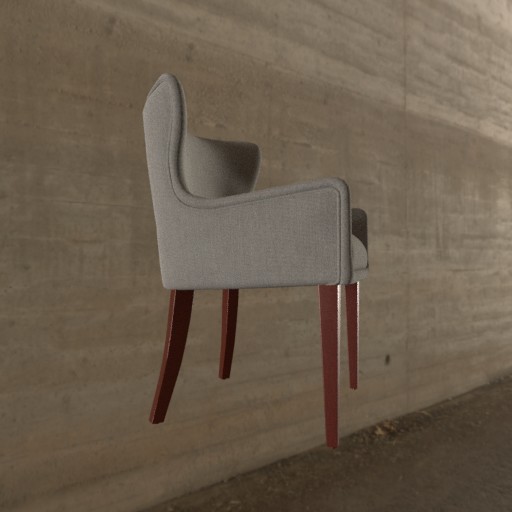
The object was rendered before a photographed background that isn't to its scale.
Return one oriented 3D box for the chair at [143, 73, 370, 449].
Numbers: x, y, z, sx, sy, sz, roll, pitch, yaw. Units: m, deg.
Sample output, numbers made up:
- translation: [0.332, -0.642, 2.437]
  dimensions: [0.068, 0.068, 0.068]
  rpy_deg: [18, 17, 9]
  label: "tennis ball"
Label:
- translation: [0.000, 0.000, 1.435]
  dimensions: [0.677, 0.948, 0.732]
  rpy_deg: [0, -1, 18]
  label: "chair"
